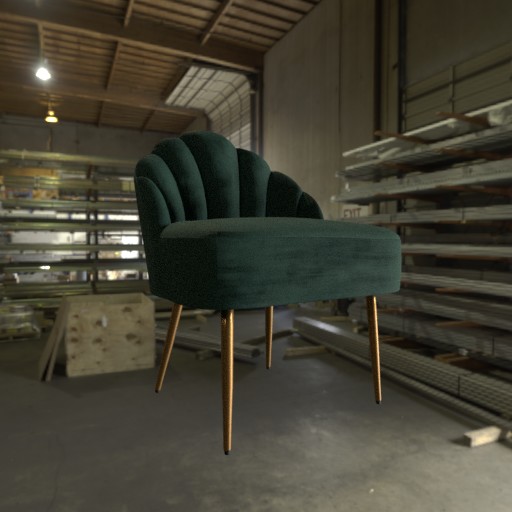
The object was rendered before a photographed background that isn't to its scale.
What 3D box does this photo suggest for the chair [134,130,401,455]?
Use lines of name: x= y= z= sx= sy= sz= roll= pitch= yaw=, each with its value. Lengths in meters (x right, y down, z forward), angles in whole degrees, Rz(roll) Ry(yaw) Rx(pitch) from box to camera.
chair: x=0.000 y=0.000 z=1.262 sx=0.657 sy=0.819 sz=0.599 roll=-1 pitch=2 yaw=-36
